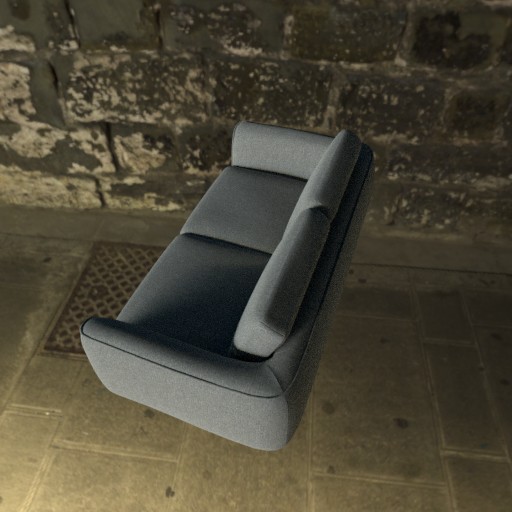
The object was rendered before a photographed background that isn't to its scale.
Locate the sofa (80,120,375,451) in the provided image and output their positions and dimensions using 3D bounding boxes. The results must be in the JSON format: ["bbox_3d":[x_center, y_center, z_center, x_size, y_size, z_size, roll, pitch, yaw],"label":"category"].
[{"bbox_3d":[0.000,0.000,2.245,0.920,0.870,1.700,15,49,14],"label":"sofa"}]
